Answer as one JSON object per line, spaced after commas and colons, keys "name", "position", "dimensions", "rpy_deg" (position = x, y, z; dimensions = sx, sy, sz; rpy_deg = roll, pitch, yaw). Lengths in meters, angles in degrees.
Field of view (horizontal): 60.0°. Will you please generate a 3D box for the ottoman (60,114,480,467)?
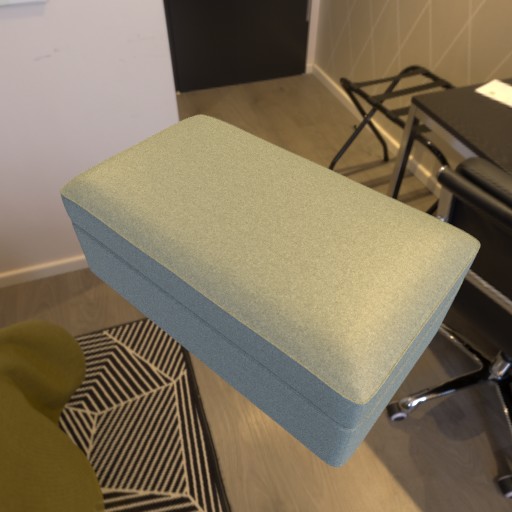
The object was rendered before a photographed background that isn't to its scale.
{"name": "ottoman", "position": [0.000, 0.000, 1.503], "dimensions": [1.173, 0.494, 0.681], "rpy_deg": [32, 54, 27]}
